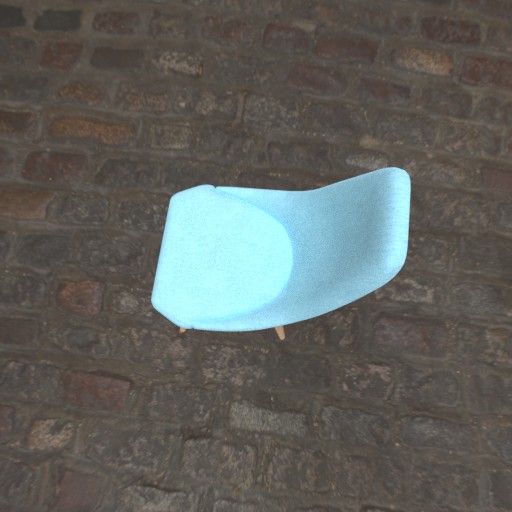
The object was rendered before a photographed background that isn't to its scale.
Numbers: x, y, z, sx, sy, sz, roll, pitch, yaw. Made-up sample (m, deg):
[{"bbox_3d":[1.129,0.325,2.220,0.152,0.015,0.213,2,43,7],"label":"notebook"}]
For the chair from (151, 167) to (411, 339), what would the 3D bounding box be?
[{"bbox_3d":[0.000,0.000,1.449,0.660,1.040,0.510,7,76,2],"label":"chair"}]
